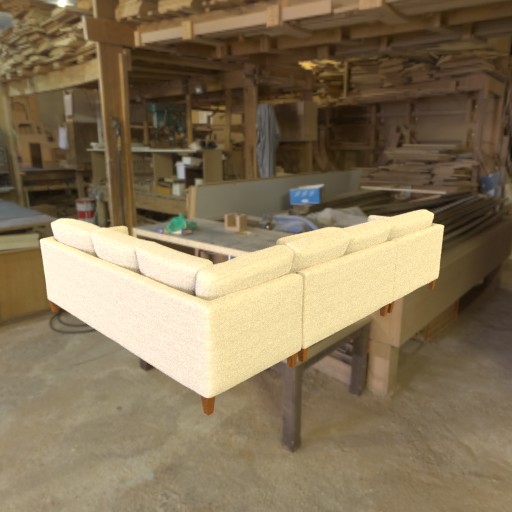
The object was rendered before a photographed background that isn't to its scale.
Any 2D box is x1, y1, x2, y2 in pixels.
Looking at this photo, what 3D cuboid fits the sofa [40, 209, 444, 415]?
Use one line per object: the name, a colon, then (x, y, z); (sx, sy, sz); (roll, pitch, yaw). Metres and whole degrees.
sofa: (0.000, 0.000, 4.692); (2.594, 0.961, 3.460); (15, 21, 43)
